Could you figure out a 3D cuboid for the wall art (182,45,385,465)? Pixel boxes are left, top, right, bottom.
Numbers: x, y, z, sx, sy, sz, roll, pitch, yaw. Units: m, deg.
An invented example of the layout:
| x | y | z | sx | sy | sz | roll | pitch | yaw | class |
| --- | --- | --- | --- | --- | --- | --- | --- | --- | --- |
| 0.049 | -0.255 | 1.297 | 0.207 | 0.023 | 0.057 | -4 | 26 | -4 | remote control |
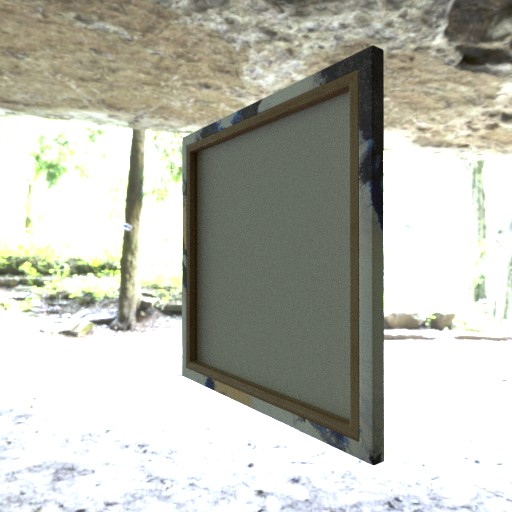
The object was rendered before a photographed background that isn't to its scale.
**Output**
| x | y | z | sx | sy | sz | roll | pitch | yaw | class |
| --- | --- | --- | --- | --- | --- | --- | --- | --- | --- |
| 0.000 | 0.000 | 1.298 | 0.038 | 0.885 | 0.887 | 0 | 0 | -36 | wall art |
